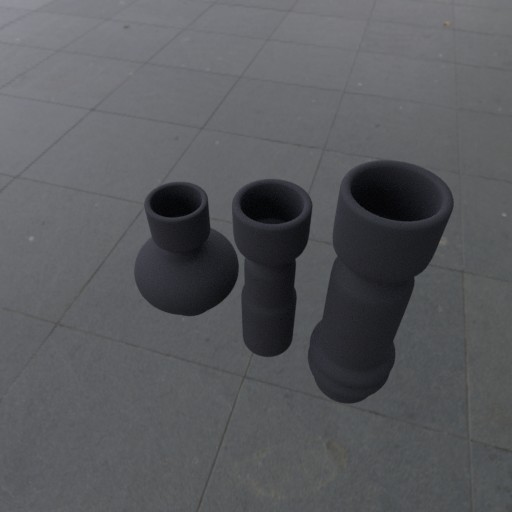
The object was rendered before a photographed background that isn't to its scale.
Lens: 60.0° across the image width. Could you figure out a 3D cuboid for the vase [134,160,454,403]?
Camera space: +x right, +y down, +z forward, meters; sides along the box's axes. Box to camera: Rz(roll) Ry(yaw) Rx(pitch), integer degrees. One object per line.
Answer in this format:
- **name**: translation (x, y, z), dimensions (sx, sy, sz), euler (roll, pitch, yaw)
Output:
- **vase**: translation (0.000, 0.000, 0.429), dimensions (0.307, 0.249, 0.120), euler (24, 51, 21)
